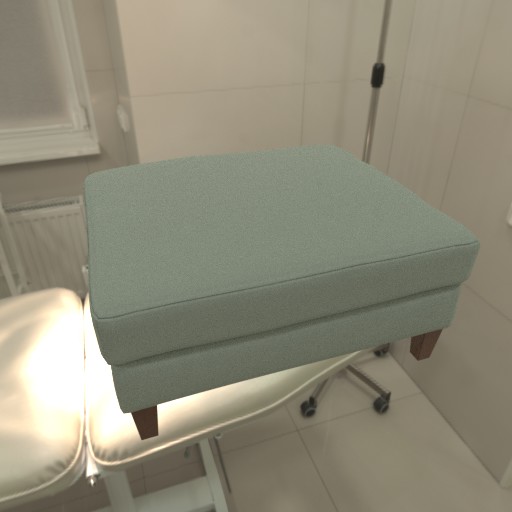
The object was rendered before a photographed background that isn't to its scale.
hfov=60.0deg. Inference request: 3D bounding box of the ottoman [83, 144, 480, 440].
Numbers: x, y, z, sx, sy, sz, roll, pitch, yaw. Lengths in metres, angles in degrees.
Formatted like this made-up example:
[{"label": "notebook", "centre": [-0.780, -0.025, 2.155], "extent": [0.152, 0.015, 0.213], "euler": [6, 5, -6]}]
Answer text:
[{"label": "ottoman", "centre": [0.000, 0.000, 1.446], "extent": [0.991, 0.494, 0.842], "euler": [-11, 34, -16]}]
